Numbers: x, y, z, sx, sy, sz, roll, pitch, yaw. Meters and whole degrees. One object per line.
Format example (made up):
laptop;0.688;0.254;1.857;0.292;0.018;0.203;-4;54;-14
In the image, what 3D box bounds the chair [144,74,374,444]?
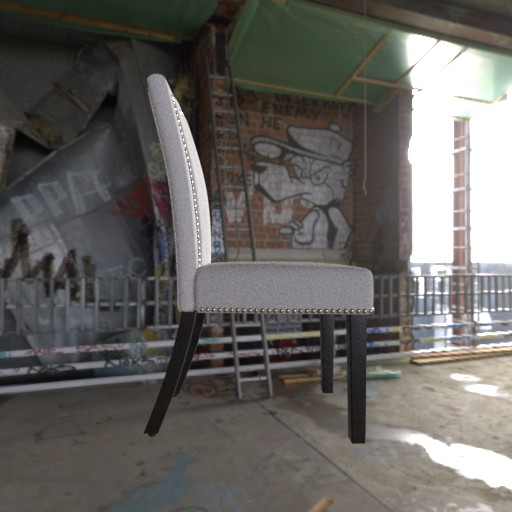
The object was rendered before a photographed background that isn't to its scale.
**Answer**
chair;0.000;0.000;1.345;0.589;0.946;0.518;0;-1;-1
